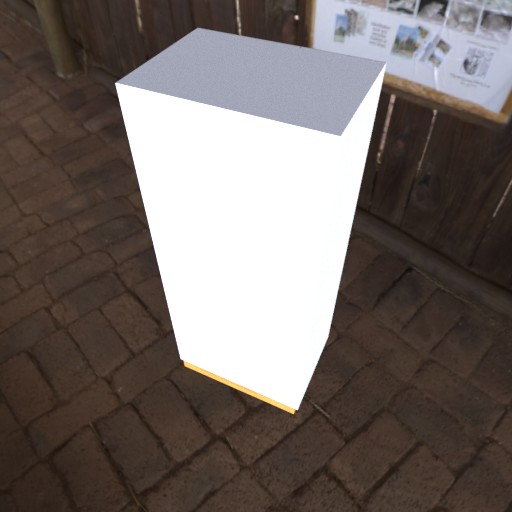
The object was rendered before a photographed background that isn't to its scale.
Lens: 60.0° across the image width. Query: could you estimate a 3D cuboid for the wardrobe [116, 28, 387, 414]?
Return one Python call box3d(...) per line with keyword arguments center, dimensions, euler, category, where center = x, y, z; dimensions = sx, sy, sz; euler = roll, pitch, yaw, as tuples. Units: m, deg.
box3d(center=(0.000, 0.000, 2.431), dimensions=(0.860, 2.040, 0.600), euler=(19, 49, 17), category="wardrobe")
